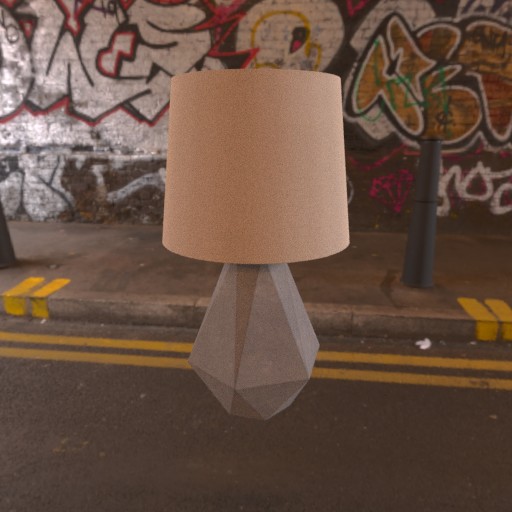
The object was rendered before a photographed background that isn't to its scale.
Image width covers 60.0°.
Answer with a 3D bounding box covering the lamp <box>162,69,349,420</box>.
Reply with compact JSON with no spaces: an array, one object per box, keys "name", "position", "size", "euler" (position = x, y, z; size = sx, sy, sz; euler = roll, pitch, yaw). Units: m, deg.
[{"name":"lamp","position":[0.000,0.000,0.675],"size":[0.276,0.501,0.276],"euler":[0,16,0]}]
